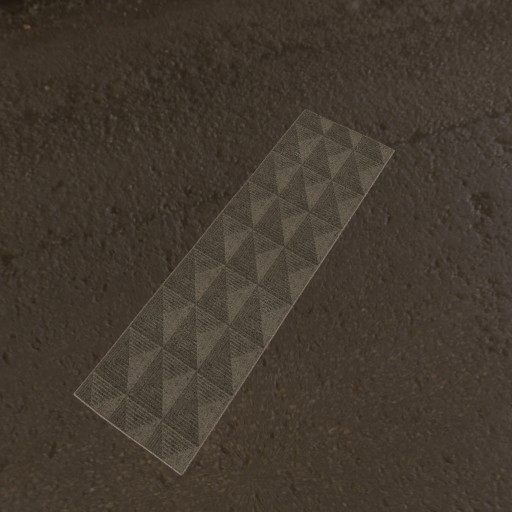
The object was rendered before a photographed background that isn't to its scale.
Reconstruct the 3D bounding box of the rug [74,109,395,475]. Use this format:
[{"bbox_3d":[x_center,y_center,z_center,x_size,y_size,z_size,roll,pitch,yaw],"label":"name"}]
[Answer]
[{"bbox_3d":[0.000,0.000,2.430,0.645,0.015,2.182,30,67,14],"label":"rug"}]
